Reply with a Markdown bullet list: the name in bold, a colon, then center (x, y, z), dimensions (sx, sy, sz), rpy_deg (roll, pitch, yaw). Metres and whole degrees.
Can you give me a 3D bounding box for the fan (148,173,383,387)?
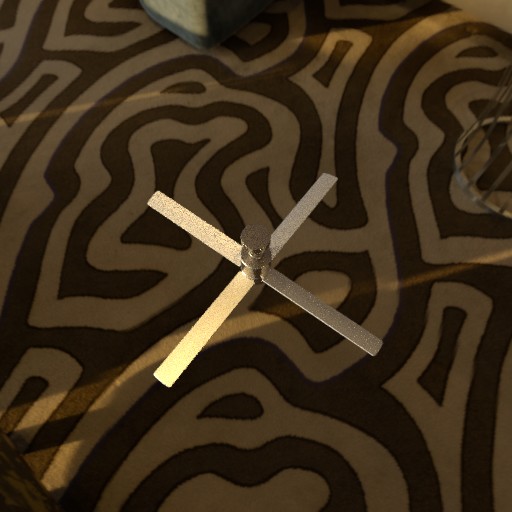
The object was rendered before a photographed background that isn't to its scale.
- **fan**: center (0.000, 0.000, 1.984), dimensions (1.322, 0.355, 1.322), rpy_deg (34, 68, 16)
